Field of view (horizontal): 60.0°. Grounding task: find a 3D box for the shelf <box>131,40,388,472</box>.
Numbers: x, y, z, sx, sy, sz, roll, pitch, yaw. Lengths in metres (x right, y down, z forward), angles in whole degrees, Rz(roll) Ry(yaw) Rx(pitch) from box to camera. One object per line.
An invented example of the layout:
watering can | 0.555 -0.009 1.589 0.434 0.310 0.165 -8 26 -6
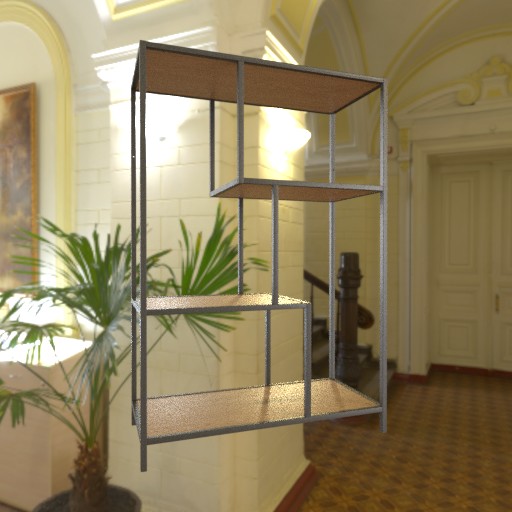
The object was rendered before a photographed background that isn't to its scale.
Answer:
shelf | 0.000 0.000 1.460 0.770 1.138 0.350 0 1 -20
